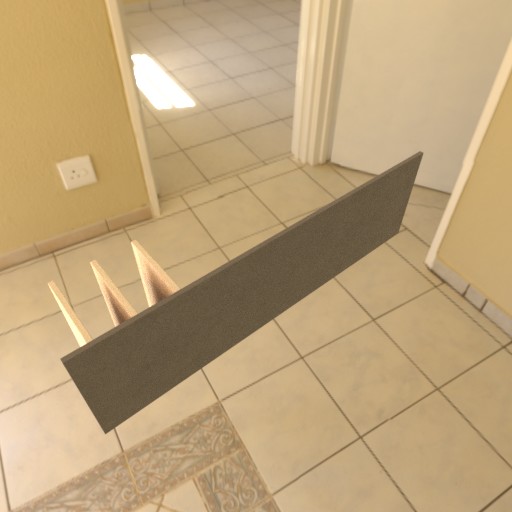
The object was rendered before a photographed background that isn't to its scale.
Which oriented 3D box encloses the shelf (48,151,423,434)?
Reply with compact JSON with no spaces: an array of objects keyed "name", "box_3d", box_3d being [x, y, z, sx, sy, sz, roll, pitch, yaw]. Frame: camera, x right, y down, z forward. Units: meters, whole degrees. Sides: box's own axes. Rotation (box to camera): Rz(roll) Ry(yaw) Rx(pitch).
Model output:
[{"name":"shelf","box_3d":[0.000,0.000,1.144,1.020,0.300,0.200,-31,53,-26]}]
